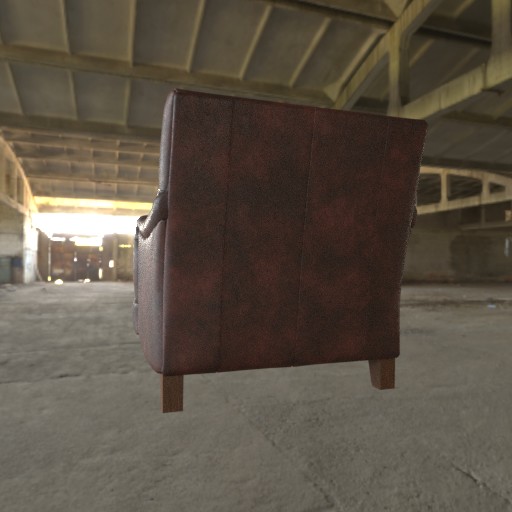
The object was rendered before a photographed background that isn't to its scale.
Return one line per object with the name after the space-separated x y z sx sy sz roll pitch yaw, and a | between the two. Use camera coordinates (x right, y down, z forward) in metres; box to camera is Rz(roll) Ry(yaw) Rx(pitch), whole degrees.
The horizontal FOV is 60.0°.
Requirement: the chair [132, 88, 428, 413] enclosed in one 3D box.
0.000 0.000 1.918 0.987 1.051 1.156 0 -1 -19 | chair
